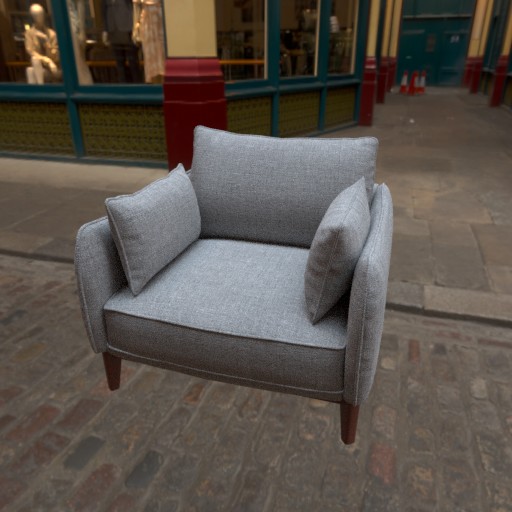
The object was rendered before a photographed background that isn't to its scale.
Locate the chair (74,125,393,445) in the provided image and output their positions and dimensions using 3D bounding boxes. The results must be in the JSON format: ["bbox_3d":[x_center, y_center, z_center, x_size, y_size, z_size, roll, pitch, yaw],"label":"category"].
[{"bbox_3d":[0.000,0.000,1.715,0.993,0.839,0.976,7,26,15],"label":"chair"}]
